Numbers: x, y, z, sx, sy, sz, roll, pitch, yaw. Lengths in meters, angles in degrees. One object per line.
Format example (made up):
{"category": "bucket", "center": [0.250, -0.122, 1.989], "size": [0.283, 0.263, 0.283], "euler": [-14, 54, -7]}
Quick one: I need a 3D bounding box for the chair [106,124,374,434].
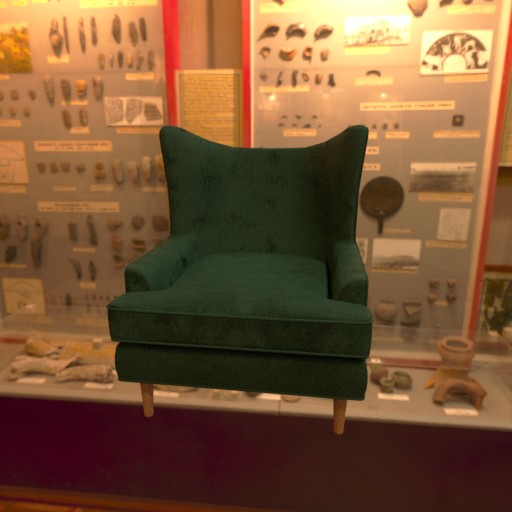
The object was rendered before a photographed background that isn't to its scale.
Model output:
{"category": "chair", "center": [0.000, 0.000, 1.668], "size": [0.793, 0.952, 0.910], "euler": [2, 16, 8]}
